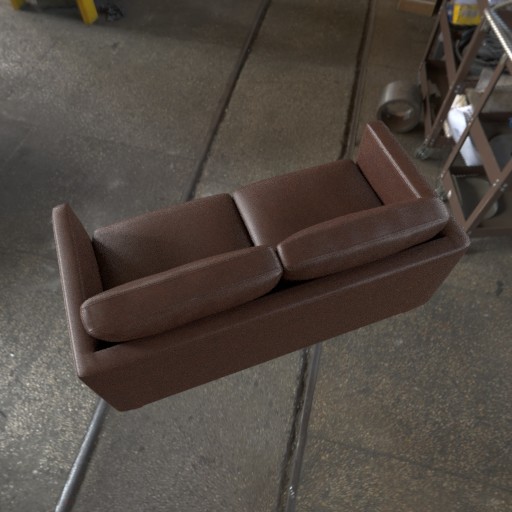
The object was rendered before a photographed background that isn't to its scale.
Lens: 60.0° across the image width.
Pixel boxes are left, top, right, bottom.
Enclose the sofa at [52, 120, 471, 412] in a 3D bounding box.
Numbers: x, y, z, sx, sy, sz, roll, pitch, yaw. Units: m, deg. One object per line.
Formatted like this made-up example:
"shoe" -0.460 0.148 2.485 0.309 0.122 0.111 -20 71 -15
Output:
"sofa" 0.000 0.000 2.405 1.883 0.933 0.951 -17 60 -10
